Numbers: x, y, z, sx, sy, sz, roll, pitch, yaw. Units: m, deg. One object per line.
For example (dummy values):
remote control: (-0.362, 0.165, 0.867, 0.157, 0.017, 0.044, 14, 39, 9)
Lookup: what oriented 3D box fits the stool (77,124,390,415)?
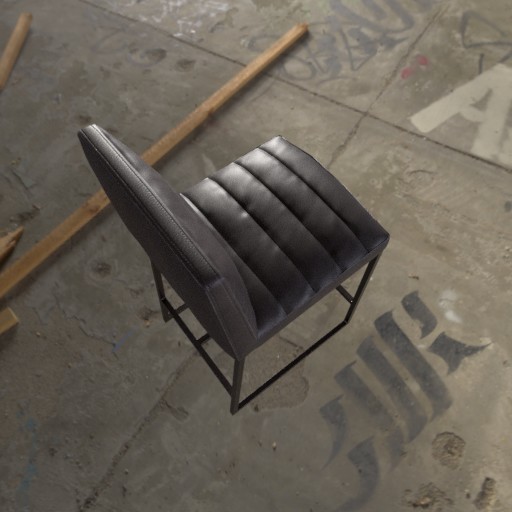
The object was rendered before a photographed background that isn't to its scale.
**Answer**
stool: (0.000, 0.000, 1.243, 0.562, 0.946, 0.463, -34, 65, -18)
